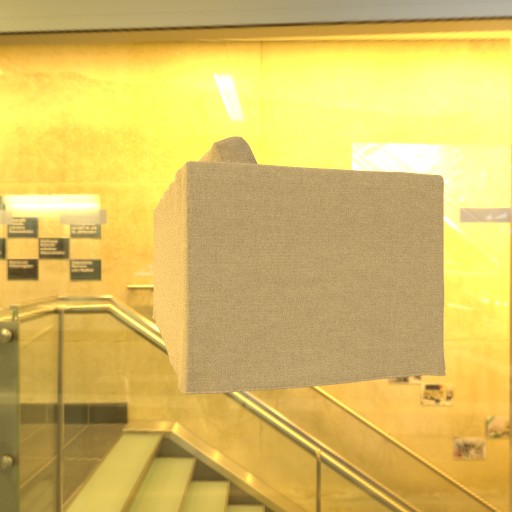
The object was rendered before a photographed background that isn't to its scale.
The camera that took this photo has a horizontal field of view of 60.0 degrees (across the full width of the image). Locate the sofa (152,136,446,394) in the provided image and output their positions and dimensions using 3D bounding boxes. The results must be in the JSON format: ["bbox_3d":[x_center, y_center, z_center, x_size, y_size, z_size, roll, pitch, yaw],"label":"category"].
[{"bbox_3d":[0.000,0.000,2.270,0.956,0.828,1.766,0,0,-16],"label":"sofa"}]
